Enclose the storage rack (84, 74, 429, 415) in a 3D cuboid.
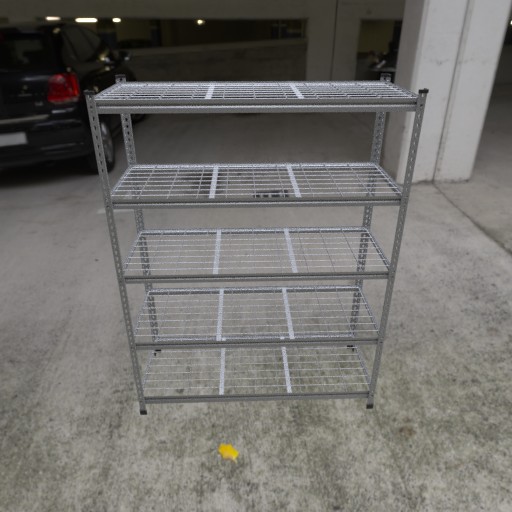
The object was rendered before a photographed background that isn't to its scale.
[{"bbox_3d":[0.000,0.000,2.684,1.524,1.981,0.610,-1,28,-2],"label":"storage rack"}]
